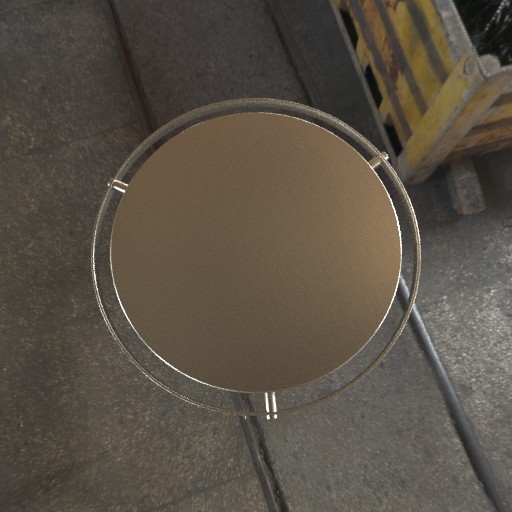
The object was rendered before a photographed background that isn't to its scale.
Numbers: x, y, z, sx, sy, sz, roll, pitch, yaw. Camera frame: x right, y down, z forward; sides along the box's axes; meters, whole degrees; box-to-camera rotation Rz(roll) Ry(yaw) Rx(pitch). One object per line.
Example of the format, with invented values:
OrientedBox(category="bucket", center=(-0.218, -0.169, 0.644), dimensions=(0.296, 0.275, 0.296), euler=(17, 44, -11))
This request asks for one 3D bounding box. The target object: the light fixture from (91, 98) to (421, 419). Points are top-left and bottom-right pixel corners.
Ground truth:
OrientedBox(category="light fixture", center=(0.000, 0.000, 0.545), dimensions=(0.361, 0.130, 0.361), euler=(0, 75, 0))
